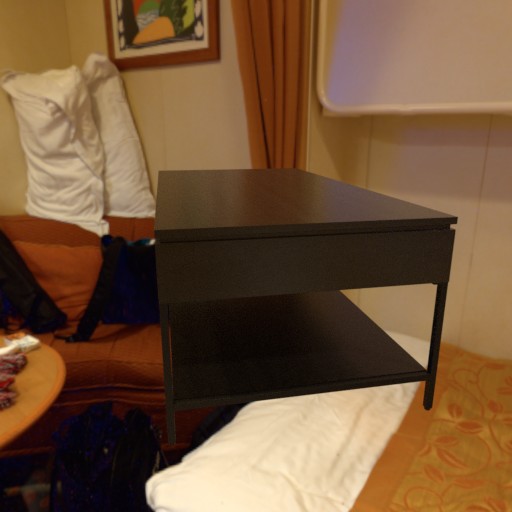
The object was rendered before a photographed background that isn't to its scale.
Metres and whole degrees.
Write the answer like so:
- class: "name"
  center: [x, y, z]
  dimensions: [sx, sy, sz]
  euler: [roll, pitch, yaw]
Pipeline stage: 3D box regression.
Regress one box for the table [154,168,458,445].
- class: "table"
  center: [0.000, 0.000, 1.376]
  dimensions: [0.574, 0.435, 1.095]
  euler: [-3, 16, -11]
